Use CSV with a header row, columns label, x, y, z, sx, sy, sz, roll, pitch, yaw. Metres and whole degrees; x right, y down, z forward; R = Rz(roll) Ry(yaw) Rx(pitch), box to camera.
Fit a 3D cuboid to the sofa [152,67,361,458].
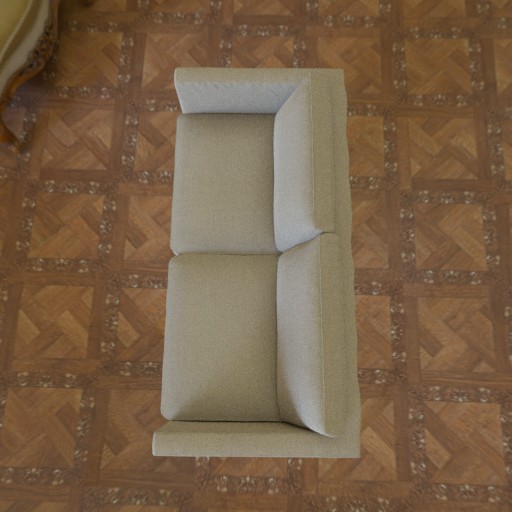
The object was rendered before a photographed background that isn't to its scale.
label,x,y,z,sx,sy,sz,roll,pitch,yaw
sofa,0.000,0.000,2.440,0.956,0.847,1.987,0,76,0
